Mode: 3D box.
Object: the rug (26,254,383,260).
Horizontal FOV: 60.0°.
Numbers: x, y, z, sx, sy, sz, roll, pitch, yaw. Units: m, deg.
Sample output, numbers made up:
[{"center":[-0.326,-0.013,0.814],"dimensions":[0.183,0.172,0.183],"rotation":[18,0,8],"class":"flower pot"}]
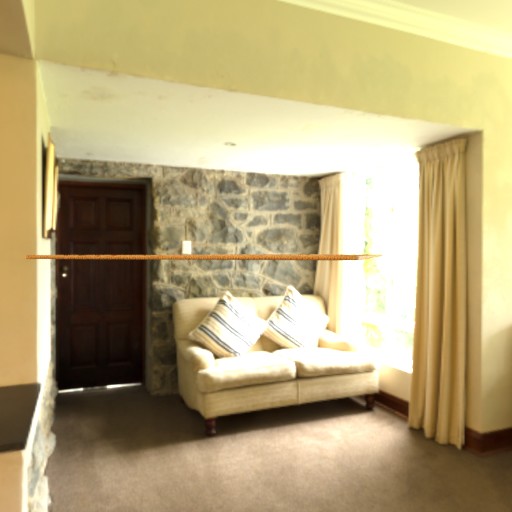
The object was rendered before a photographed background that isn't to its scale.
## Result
[{"center":[0.000,0.000,2.330],"dimensions":[1.225,0.015,1.840],"rotation":[0,0,18],"class":"rug"}]
